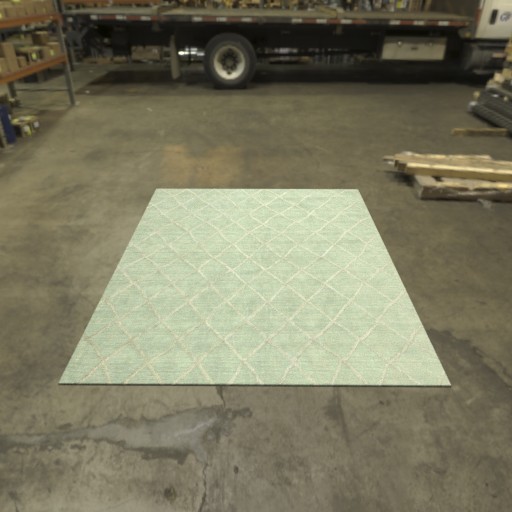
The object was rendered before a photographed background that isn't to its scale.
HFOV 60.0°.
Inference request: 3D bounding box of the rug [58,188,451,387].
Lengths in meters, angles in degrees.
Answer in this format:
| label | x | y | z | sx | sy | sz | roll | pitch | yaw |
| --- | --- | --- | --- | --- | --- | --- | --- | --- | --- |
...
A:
| label | x | y | z | sx | sy | sz | roll | pitch | yaw |
| --- | --- | --- | --- | --- | --- | --- | --- | --- | --- |
| rug | 0.000 | 0.000 | 4.016 | 2.420 | 0.019 | 3.039 | 0 | 32 | 0 |
